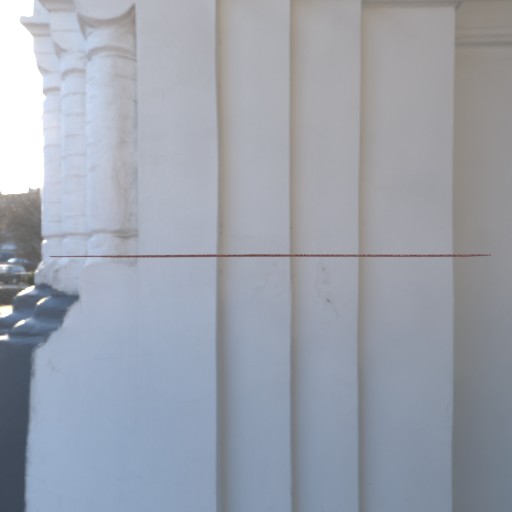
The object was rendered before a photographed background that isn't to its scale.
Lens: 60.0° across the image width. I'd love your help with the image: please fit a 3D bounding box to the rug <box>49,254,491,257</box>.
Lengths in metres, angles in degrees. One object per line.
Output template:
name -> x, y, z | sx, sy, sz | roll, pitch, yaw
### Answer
rug -> 0.000, 0.000, 2.595 | 2.353, 0.013, 0.718 | 0, -1, 18
